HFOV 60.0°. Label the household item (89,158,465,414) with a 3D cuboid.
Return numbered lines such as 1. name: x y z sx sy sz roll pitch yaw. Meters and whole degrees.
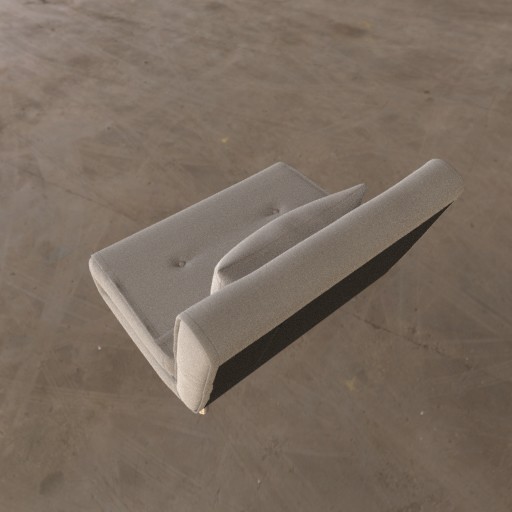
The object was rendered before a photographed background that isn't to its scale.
1. household item: 0.000 0.000 1.649 1.000 0.800 0.874 -31 54 -25
